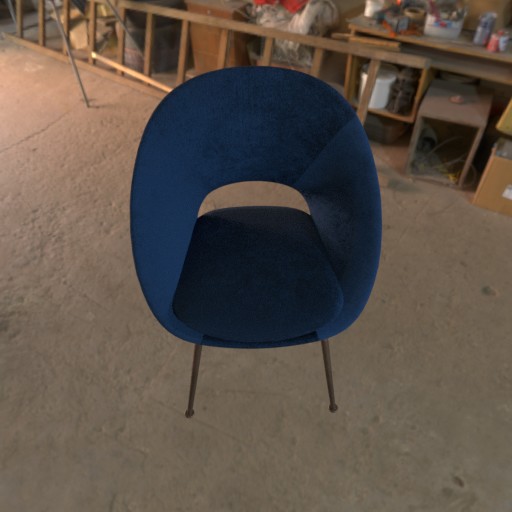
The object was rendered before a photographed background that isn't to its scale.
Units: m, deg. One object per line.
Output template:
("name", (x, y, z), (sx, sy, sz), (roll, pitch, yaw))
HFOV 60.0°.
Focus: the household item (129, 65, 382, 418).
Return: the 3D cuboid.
("household item", (0.000, 0.000, 1.257), (0.623, 0.852, 0.573), (-2, 47, -2))
